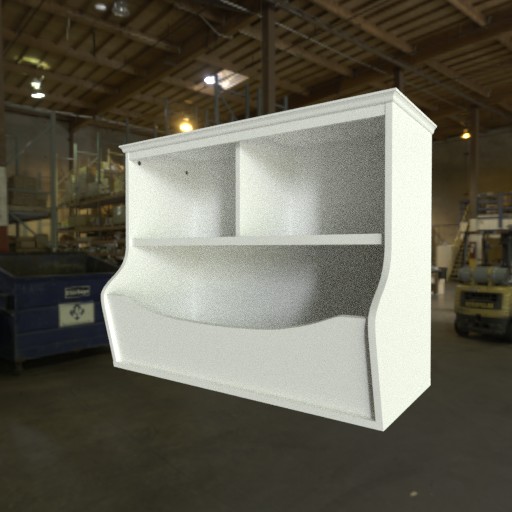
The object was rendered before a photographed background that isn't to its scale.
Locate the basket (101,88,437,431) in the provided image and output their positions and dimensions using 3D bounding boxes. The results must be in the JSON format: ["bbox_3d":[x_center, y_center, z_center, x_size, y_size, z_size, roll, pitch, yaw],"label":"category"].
[{"bbox_3d":[0.000,0.000,1.139,0.792,0.625,0.376,1,1,35],"label":"basket"}]
